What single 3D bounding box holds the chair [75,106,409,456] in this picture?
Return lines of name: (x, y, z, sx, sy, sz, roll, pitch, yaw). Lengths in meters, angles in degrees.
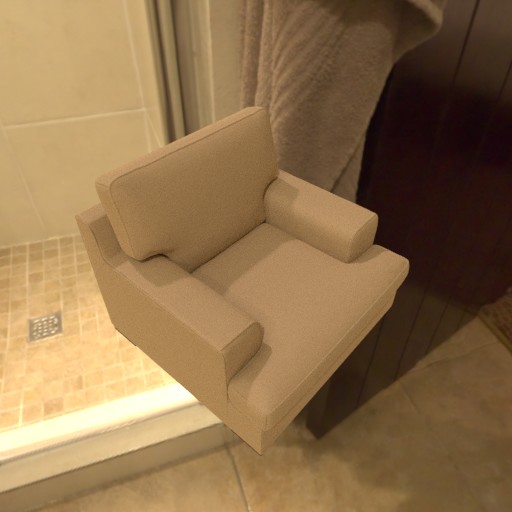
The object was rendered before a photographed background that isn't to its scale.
chair: (0.000, 0.000, 2.181, 1.274, 1.005, 1.293, 24, 47, 24)
